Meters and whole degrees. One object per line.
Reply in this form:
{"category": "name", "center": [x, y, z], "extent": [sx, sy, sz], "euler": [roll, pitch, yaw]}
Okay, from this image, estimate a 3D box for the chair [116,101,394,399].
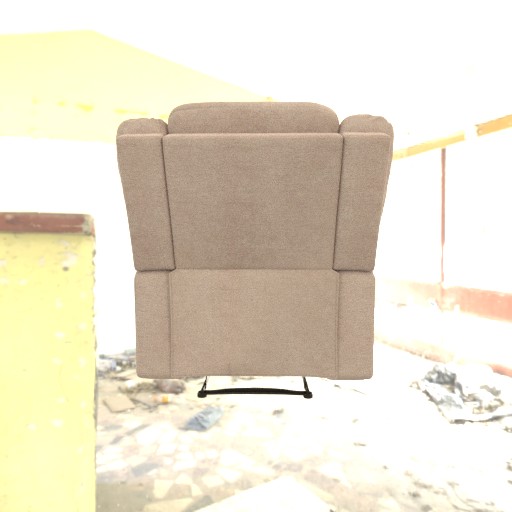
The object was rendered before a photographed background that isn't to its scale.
{"category": "chair", "center": [0.000, 0.000, 1.749], "extent": [0.899, 1.008, 0.944], "euler": [0, 2, 1]}
